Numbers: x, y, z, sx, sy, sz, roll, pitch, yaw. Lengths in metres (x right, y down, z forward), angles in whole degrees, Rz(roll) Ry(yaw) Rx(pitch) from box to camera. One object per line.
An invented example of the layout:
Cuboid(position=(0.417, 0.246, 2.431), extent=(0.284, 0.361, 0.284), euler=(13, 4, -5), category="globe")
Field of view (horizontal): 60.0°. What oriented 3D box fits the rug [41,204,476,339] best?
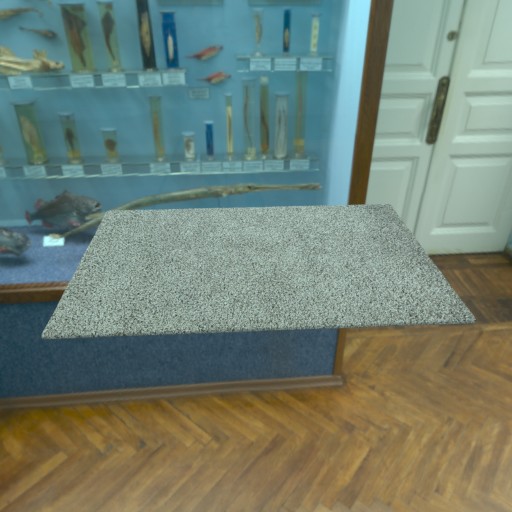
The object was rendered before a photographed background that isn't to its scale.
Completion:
Cuboid(position=(0.000, 0.000, 3.531), extent=(2.743, 0.030, 1.778), euler=(-2, 32, -3), category="rug")
